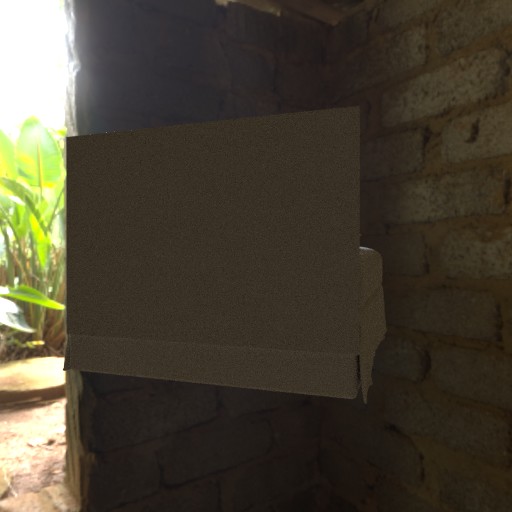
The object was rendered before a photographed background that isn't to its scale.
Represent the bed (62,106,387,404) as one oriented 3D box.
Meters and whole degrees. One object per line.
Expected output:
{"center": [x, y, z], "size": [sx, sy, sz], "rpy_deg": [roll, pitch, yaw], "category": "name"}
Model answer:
{"center": [0.000, 0.000, 3.220], "size": [1.745, 1.335, 2.094], "rpy_deg": [0, 0, 19], "category": "bed"}
